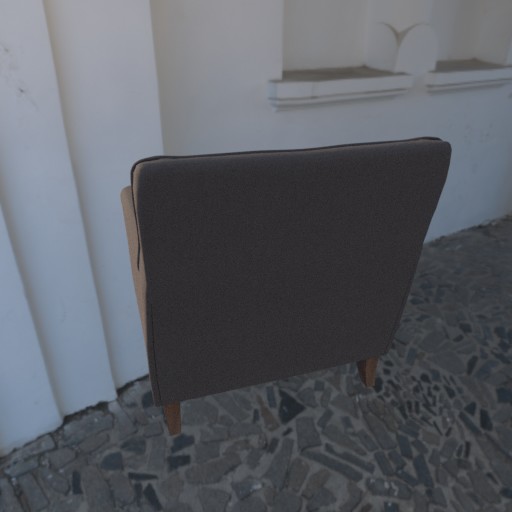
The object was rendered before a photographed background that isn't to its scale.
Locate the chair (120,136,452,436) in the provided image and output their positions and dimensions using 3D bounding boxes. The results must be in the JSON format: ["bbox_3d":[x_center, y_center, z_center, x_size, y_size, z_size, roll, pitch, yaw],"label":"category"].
[{"bbox_3d":[0.000,0.000,1.535,0.836,0.911,0.831,-8,27,-16],"label":"chair"}]
